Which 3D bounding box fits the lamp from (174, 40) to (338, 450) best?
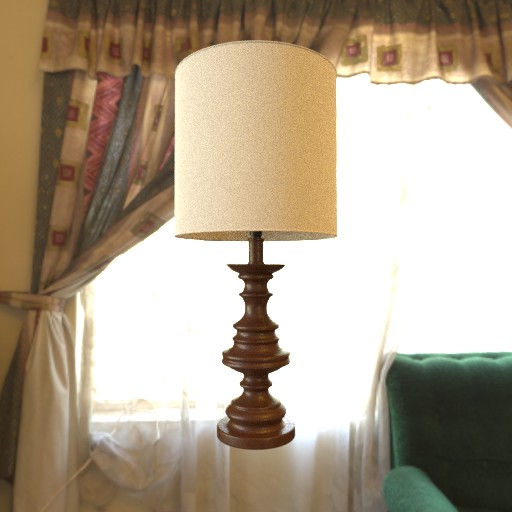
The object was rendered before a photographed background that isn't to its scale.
[{"bbox_3d":[0.000,0.000,0.572,0.208,0.455,0.208,1,-2,-19],"label":"lamp"}]
